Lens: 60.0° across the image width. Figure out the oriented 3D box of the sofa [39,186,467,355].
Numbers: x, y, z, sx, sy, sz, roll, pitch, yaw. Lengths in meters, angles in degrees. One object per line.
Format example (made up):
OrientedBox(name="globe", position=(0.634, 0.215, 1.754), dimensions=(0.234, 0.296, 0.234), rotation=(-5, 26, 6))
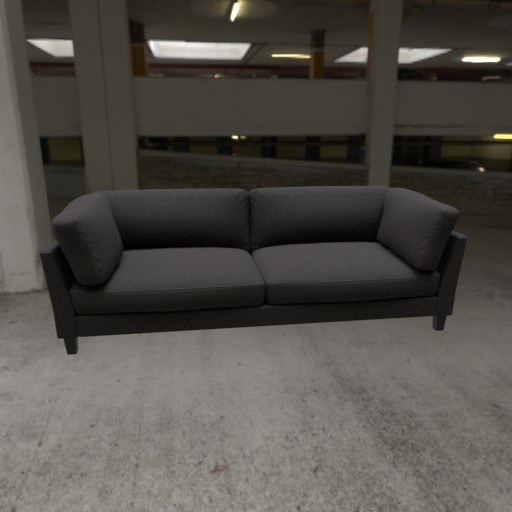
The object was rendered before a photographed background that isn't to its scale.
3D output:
OrientedBox(name="sofa", position=(0.000, 0.000, 2.836), dimensions=(2.312, 0.792, 0.969), rotation=(-2, 16, -8))
